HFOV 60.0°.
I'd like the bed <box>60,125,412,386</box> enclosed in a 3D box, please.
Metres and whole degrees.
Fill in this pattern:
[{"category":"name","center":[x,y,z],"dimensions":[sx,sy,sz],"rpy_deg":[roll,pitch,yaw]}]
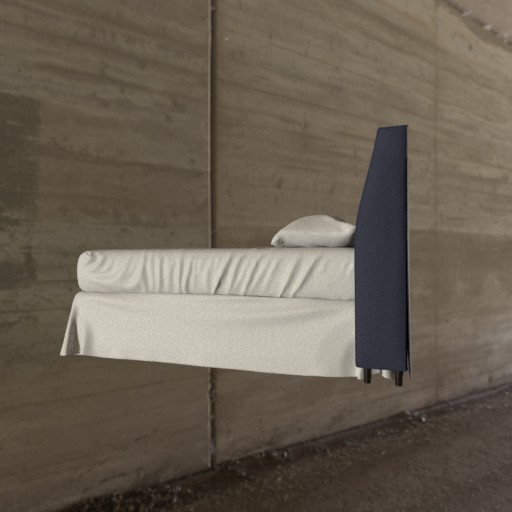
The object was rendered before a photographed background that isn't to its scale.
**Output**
[{"category":"bed","center":[0.000,0.000,3.446],"dimensions":[2.276,1.332,1.925],"rpy_deg":[0,0,19]}]
